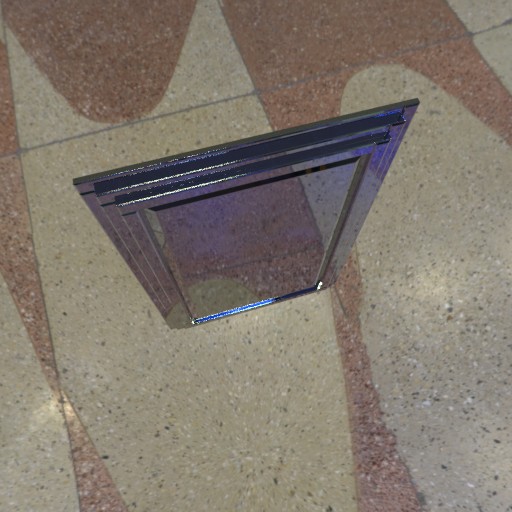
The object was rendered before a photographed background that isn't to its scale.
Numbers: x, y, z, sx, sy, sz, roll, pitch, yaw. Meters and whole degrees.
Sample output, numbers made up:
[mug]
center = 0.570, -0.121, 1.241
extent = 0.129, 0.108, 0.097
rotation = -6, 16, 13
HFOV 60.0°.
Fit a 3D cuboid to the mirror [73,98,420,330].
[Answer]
[mirror]
center = 0.000, 0.000, 1.165
extent = 0.613, 0.914, 0.039
rotation = -15, 67, -7
